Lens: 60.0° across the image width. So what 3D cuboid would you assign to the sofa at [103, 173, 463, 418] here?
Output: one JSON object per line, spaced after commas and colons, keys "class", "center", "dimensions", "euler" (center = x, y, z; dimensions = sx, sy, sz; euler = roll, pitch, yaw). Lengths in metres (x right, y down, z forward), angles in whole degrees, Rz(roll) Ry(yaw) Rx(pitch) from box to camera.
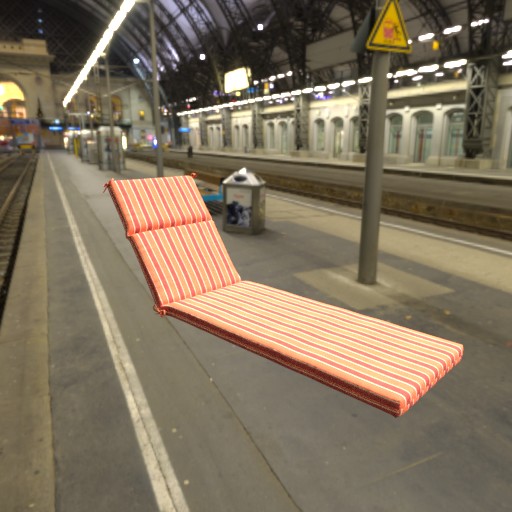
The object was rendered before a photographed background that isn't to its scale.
{"class": "sofa", "center": [0.000, 0.000, 1.958], "dimensions": [1.663, 0.622, 0.582], "euler": [14, 20, 42]}
